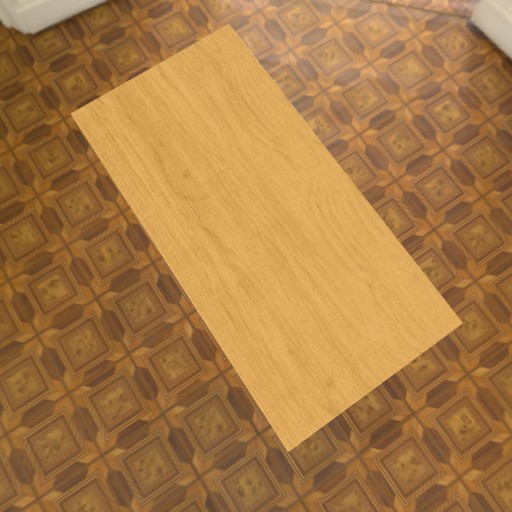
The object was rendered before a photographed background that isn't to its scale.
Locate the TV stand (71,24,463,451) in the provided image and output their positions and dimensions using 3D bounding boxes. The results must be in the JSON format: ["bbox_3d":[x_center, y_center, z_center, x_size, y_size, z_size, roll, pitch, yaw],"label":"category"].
[{"bbox_3d":[0.000,0.000,1.321,0.430,0.787,0.851,-33,78,-8],"label":"TV stand"}]
